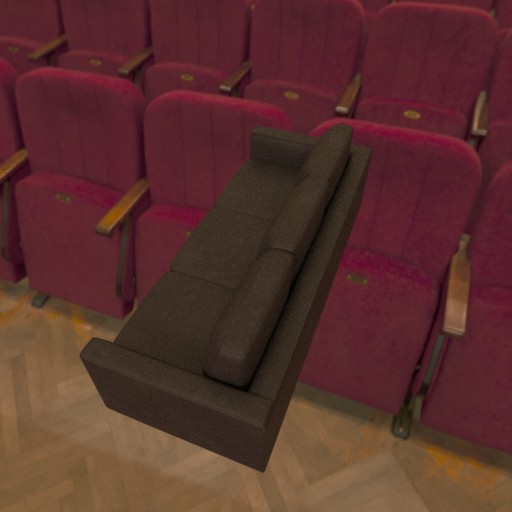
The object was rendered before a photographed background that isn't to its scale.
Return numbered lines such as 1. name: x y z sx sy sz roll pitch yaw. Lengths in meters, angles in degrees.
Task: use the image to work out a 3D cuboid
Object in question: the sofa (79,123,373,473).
1. sofa: 0.000 0.000 2.559 0.879 0.899 2.029 16 48 15
